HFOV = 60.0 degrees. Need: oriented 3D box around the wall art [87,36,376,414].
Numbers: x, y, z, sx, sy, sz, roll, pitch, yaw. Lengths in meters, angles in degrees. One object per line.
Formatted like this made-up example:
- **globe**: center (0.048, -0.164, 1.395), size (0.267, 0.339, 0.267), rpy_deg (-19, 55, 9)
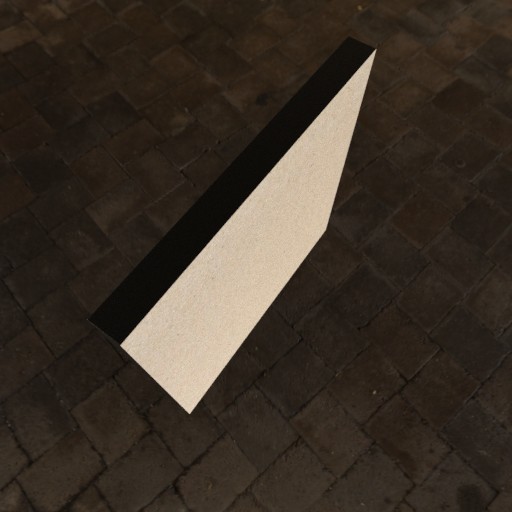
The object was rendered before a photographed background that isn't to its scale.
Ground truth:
- **wall art**: center (0.000, 0.000, 0.477), size (0.029, 0.318, 0.327), rpy_deg (33, 68, 15)
